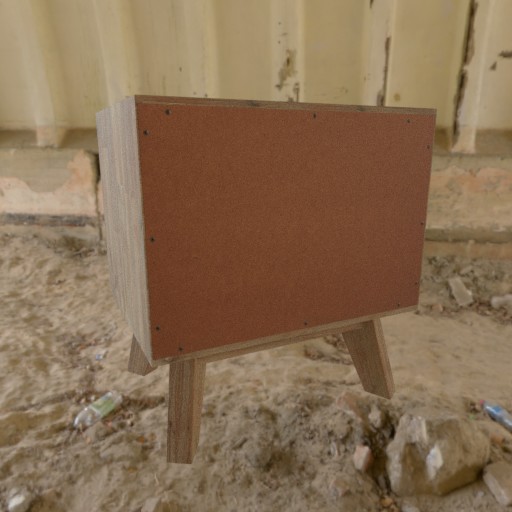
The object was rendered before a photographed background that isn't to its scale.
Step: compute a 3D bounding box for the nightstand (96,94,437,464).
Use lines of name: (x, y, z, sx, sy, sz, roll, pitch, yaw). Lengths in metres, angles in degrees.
nightstand: (0.000, 0.000, 0.944, 0.552, 0.589, 0.396, -7, 16, -25)
